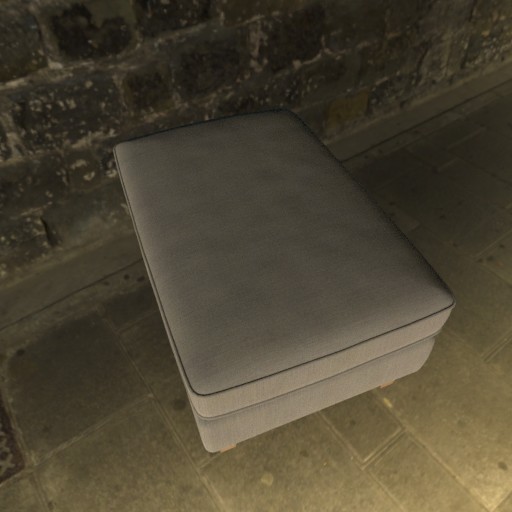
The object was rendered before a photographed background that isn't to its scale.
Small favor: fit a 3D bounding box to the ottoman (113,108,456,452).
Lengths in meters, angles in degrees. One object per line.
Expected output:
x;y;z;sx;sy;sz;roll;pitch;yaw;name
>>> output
0.000;0.000;1.327;0.636;0.480;0.941;-16;49;-15;ottoman
